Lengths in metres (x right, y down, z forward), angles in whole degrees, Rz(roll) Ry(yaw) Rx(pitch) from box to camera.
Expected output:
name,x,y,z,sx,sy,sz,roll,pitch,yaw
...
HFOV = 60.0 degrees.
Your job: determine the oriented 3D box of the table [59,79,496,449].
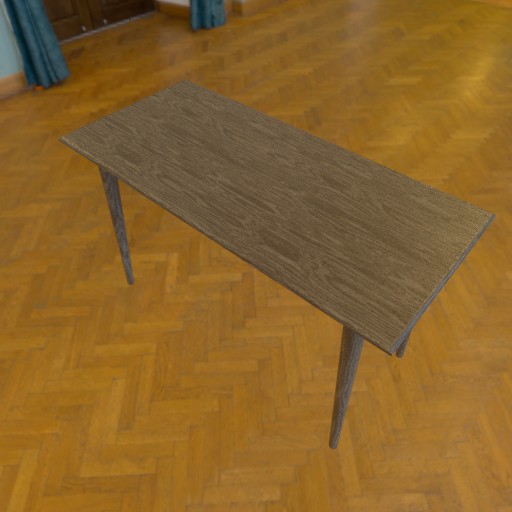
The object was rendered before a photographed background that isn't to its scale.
name,x,y,z,sx,sy,sz,roll,pitch,yaw
table,0.000,0.000,1.684,1.300,0.780,0.599,32,55,27
